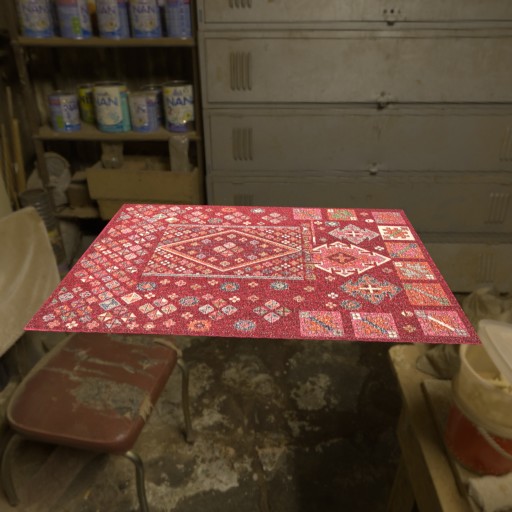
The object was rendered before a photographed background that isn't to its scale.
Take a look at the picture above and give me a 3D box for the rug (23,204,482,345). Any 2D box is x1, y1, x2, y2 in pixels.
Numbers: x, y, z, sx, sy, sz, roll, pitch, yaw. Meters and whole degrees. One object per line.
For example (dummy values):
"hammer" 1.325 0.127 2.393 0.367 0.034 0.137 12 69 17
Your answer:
"rug" 0.000 0.000 2.789 2.184 0.007 1.579 1 29 3
